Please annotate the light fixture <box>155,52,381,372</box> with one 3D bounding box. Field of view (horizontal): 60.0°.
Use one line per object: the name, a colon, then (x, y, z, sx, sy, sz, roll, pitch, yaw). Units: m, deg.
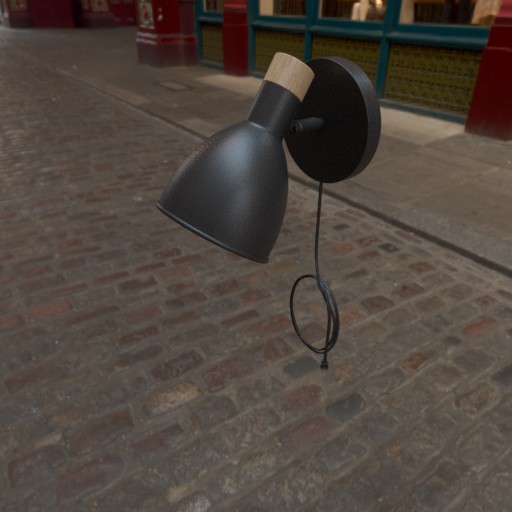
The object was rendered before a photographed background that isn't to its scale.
light fixture: (0.000, 0.000, 0.483, 0.203, 0.401, 0.127, -21, 37, -31)
